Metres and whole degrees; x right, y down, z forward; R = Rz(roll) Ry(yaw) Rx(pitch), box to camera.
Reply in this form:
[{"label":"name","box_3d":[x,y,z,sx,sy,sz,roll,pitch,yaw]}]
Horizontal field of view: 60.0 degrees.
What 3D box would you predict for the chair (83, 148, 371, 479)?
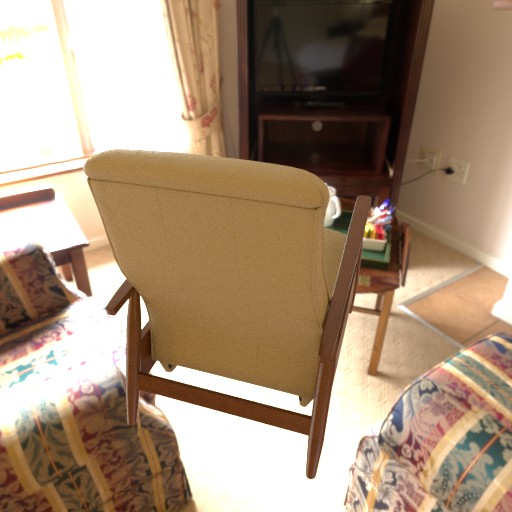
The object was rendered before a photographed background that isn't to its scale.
[{"label":"chair","box_3d":[0.000,0.000,1.716,0.762,1.082,1.014,10,33,15]}]
